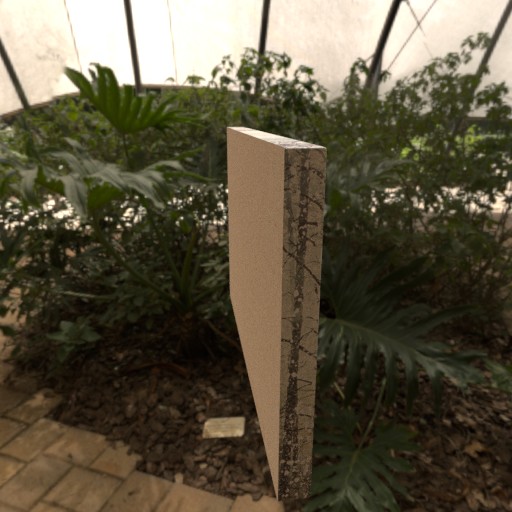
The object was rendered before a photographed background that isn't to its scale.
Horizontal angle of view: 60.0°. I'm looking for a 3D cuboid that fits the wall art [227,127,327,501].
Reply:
[{"bbox_3d":[0.000,0.000,0.744,0.042,0.398,0.618,-2,18,-8],"label":"wall art"}]
